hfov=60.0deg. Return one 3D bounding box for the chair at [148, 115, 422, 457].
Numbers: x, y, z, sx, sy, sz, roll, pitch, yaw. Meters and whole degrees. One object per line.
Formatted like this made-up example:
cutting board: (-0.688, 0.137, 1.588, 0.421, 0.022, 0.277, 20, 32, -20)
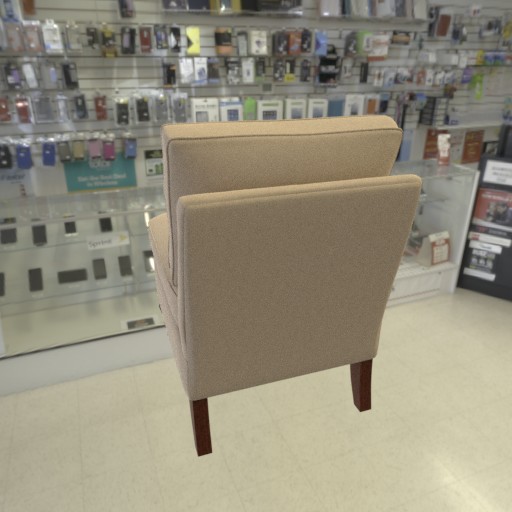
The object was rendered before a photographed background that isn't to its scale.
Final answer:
chair: (0.000, 0.000, 1.674, 0.724, 1.052, 0.912, -8, 25, -17)
